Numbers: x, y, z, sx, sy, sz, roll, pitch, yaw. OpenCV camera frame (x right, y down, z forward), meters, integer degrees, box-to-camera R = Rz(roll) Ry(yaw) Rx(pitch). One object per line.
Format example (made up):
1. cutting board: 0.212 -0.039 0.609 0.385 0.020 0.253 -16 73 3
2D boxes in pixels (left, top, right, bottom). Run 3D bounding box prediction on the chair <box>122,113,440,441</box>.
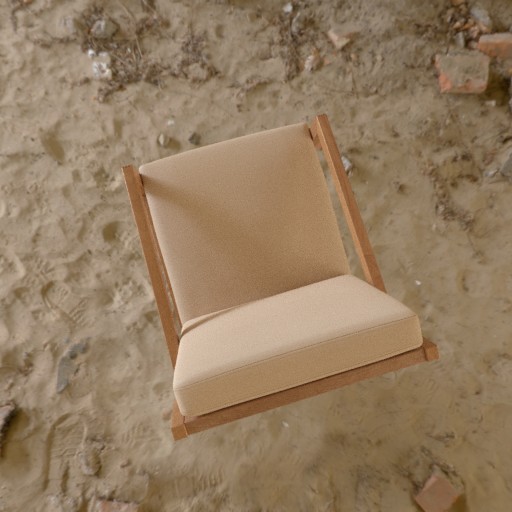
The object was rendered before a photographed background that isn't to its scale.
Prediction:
1. chair: 0.000 0.000 1.396 0.622 0.790 0.857 -16 76 -4
